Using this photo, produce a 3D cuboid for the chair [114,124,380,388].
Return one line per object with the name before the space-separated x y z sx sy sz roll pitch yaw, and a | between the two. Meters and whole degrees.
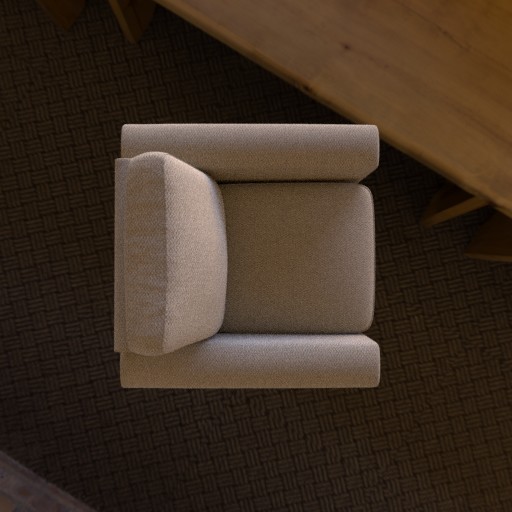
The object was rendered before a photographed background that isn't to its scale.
chair | 0.000 0.000 1.795 1.016 0.873 1.005 0 89 0
